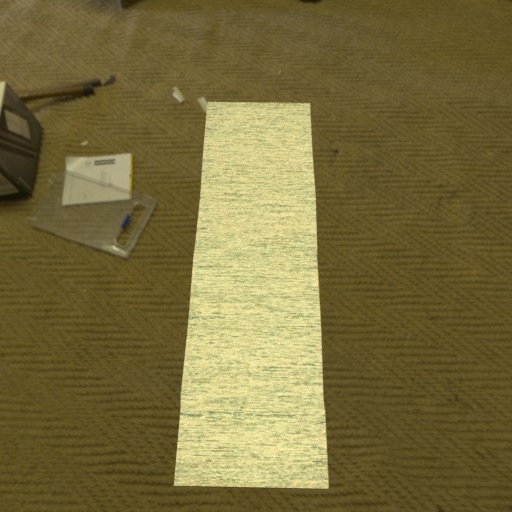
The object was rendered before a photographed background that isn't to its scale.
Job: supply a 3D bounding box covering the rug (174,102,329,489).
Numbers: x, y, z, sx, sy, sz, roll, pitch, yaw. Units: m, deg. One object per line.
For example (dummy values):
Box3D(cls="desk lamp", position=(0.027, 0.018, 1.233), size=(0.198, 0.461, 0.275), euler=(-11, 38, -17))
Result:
Box3D(cls="rug", position=(0.000, 0.000, 2.468), size=(0.700, 0.014, 2.290), euler=(1, 64, 0))
